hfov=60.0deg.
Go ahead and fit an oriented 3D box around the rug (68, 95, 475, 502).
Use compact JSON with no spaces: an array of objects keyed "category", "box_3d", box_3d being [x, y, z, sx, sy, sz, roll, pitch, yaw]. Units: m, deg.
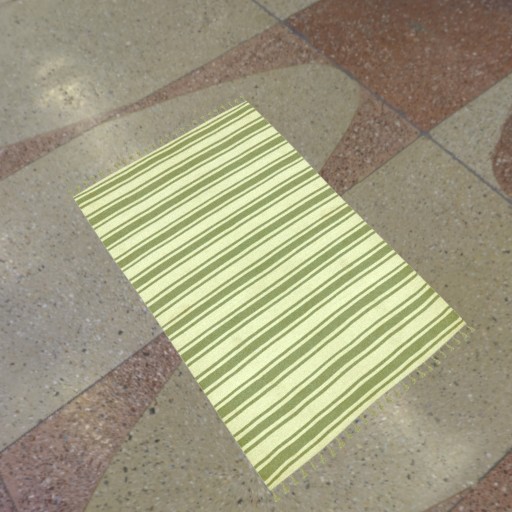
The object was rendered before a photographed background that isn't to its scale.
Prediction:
[{"category":"rug","box_3d":[0.000,0.000,2.920,1.540,0.018,2.435,-34,69,-15]}]
